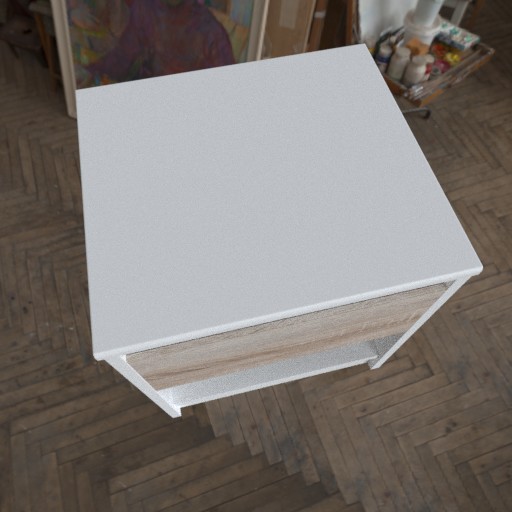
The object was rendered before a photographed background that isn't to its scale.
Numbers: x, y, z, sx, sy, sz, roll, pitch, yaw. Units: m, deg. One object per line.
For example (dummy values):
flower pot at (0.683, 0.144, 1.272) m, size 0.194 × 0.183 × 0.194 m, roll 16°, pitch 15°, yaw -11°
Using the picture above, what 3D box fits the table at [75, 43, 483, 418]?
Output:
table at (0.000, 0.000, 0.748) m, size 0.420 × 0.460 × 0.380 m, roll -12°, pitch 63°, yaw -6°
